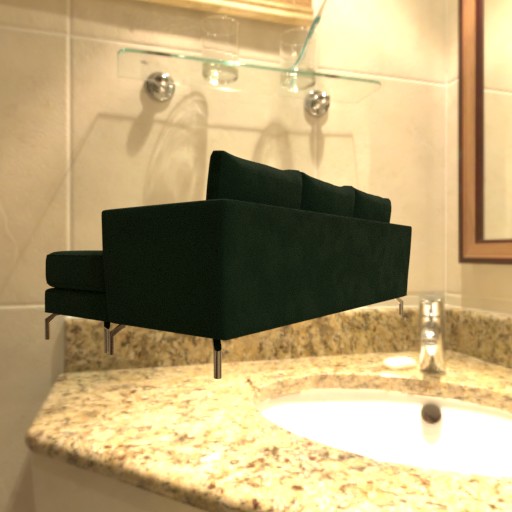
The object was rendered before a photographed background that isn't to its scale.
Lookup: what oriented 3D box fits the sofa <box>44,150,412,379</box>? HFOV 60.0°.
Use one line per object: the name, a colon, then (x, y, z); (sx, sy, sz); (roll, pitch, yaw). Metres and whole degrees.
sofa: (0.000, 0.000, 3.199); (1.489, 1.007, 2.441); (0, 1, 36)
